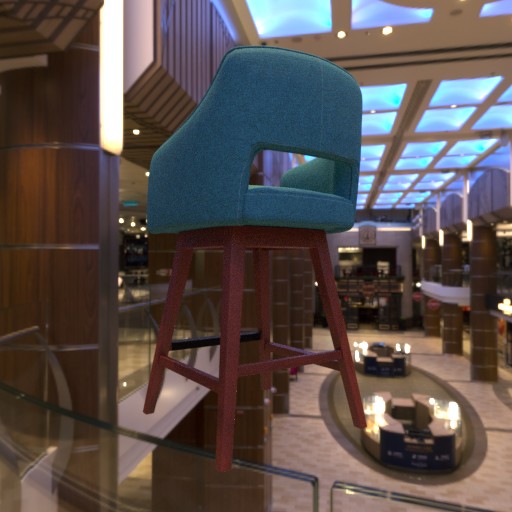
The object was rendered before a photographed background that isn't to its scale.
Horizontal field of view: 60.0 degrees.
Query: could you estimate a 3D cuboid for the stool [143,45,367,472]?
[{"bbox_3d":[0.000,0.000,1.282,0.548,0.961,0.556,1,-1,-35],"label":"stool"}]
